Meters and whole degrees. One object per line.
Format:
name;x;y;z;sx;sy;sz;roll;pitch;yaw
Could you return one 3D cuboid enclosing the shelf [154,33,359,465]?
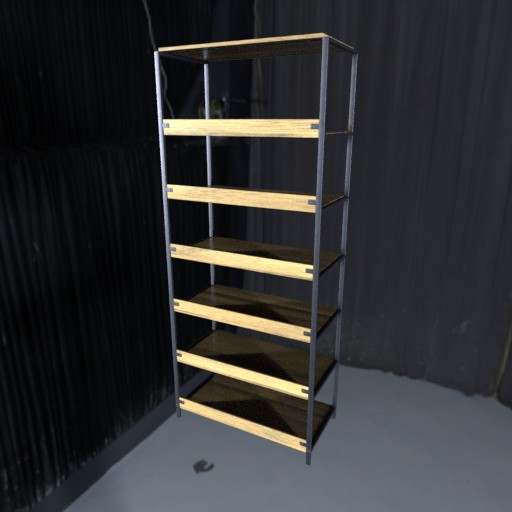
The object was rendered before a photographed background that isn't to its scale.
shelf;0.000;0.000;2.349;0.847;2.015;0.431;9;19;26
